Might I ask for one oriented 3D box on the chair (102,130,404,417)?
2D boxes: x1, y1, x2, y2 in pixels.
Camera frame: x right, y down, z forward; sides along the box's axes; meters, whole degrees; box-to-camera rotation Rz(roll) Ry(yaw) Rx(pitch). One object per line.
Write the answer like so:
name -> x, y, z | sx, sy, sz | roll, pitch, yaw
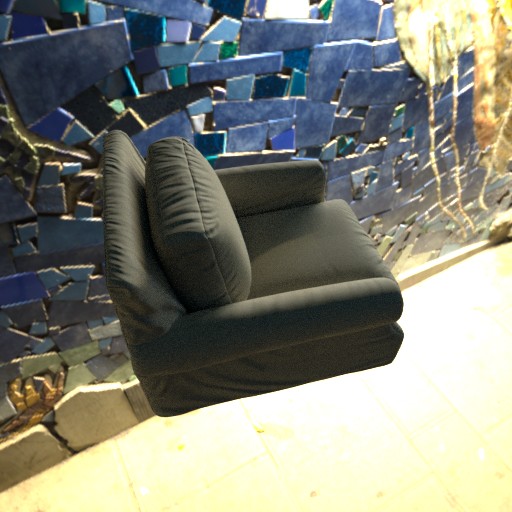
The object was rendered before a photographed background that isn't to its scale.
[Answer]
chair -> 0.000, 0.000, 1.803 | 1.066, 0.866, 0.940 | -10, 46, -10
